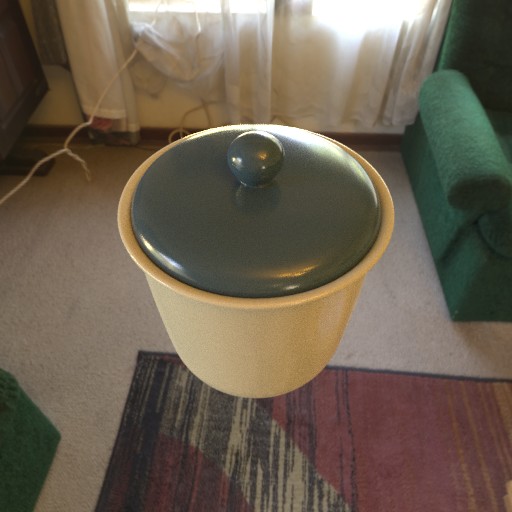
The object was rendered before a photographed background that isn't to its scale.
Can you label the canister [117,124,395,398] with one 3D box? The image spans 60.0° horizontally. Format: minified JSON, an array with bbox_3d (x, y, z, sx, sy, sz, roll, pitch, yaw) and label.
[{"bbox_3d":[0.000,0.000,0.340,0.182,0.208,0.182,0,47,0],"label":"canister"}]
